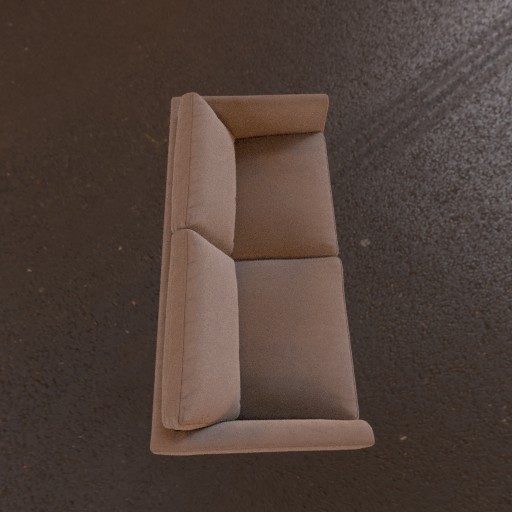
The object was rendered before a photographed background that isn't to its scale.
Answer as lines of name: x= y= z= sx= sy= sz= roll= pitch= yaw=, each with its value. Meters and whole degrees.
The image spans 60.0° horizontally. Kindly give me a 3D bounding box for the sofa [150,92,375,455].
sofa: x=0.000 y=0.000 z=2.777 sx=1.090 sy=0.838 sz=2.588 roll=-2 pitch=65 yaw=-1
